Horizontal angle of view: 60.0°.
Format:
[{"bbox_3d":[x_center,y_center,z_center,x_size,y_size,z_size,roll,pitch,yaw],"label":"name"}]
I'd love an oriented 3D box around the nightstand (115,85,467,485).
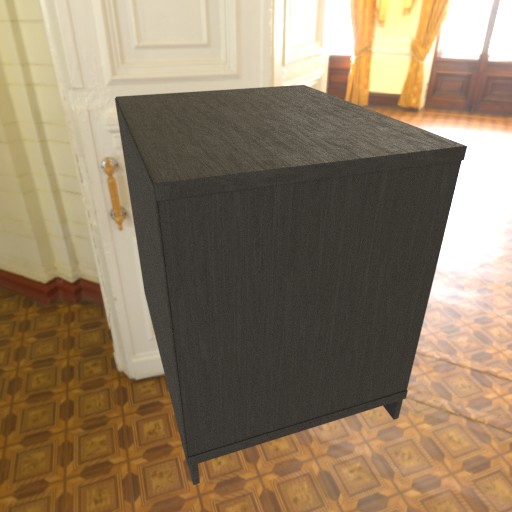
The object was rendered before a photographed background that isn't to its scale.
[{"bbox_3d":[0.000,0.000,0.727,0.347,0.448,0.427,-10,32,-17],"label":"nightstand"}]
